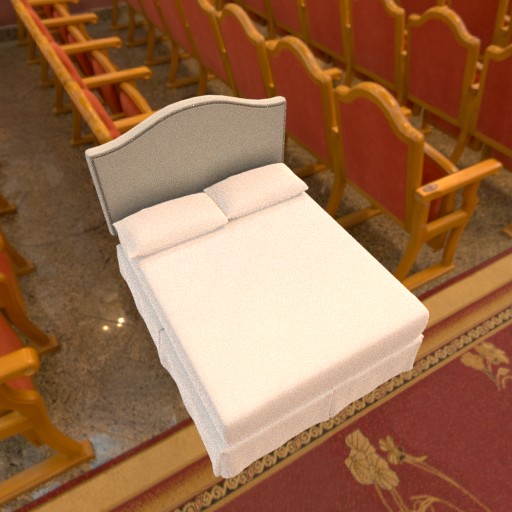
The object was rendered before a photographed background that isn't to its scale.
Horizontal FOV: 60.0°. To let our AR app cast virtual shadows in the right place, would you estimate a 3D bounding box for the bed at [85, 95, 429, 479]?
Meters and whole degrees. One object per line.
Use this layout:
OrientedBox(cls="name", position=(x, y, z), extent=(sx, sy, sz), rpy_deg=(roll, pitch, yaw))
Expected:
OrientedBox(cls="bed", position=(0.000, 0.000, 3.374), extent=(1.813, 1.607, 2.180), rpy_deg=(-23, 50, -20))
